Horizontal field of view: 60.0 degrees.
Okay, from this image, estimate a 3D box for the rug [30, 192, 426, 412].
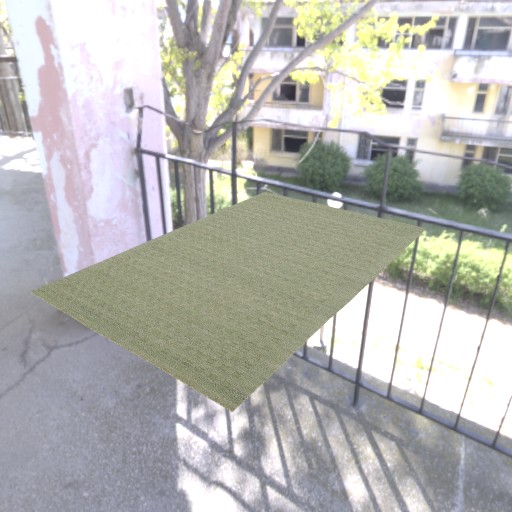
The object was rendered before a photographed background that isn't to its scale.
[{"bbox_3d":[0.000,0.000,2.236,1.143,0.006,1.747,18,32,33],"label":"rug"}]
